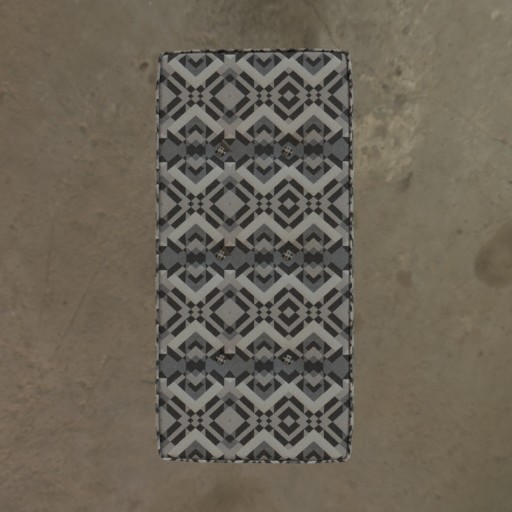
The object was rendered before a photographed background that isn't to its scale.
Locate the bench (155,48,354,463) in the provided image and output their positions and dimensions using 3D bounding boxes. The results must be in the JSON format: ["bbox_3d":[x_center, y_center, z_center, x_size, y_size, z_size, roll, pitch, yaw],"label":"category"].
[{"bbox_3d":[0.000,0.000,1.297,0.492,0.477,1.016,0,90,1],"label":"bench"}]
